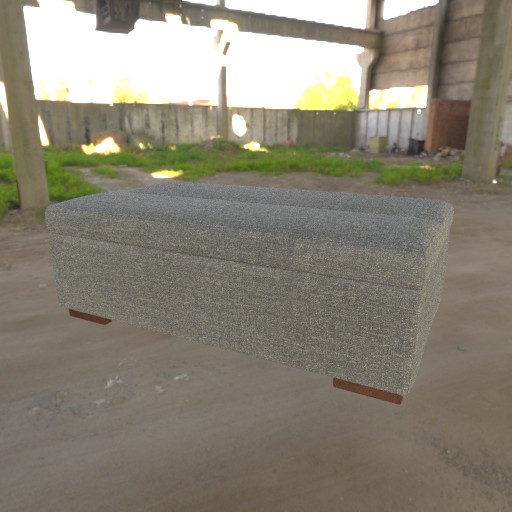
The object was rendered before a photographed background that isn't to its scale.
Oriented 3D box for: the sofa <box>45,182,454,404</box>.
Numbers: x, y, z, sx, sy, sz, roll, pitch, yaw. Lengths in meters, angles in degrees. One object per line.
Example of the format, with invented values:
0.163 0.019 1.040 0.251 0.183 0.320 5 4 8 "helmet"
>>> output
0.000 0.000 1.579 1.198 0.417 0.782 8 18 26 "sofa"
